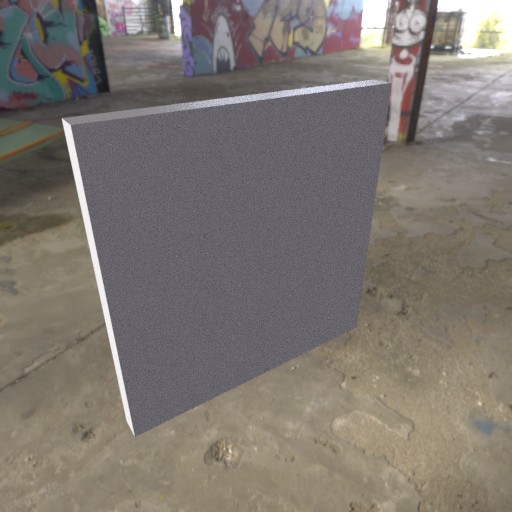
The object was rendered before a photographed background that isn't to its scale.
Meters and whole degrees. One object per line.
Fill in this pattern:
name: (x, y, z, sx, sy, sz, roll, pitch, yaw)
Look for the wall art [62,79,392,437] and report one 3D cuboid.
wall art: (0.000, 0.000, 0.518, 0.355, 0.355, 0.027, -19, 35, -29)
